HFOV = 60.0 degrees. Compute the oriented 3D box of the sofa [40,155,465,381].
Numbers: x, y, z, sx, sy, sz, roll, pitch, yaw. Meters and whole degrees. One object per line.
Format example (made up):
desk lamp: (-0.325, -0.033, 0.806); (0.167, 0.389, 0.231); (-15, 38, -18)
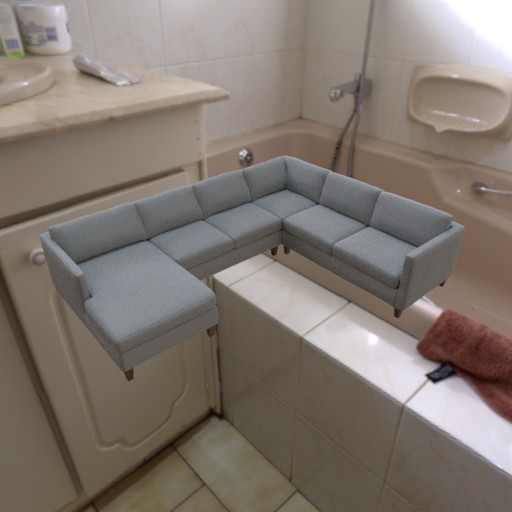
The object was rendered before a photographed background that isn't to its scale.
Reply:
sofa: (0.000, 0.000, 4.347); (3.238, 0.853, 2.551); (-24, 39, -33)
